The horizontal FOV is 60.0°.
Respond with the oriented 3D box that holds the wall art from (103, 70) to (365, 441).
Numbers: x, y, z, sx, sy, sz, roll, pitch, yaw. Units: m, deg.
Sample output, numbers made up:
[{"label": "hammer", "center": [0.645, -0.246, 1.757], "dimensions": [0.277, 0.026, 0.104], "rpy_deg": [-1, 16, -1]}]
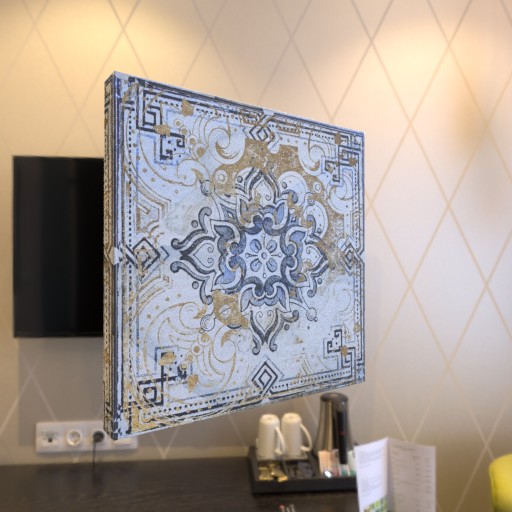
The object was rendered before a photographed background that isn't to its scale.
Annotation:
[{"label": "wall art", "center": [0.000, 0.000, 0.623], "dimensions": [0.411, 0.410, 0.038], "rpy_deg": [0, -1, -35]}]
